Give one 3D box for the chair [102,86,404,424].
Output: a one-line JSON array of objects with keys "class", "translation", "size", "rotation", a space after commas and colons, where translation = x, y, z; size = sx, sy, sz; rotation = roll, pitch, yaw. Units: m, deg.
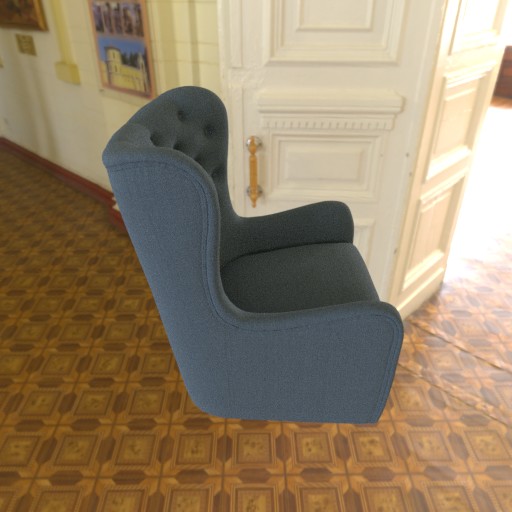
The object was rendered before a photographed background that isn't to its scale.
[{"class": "chair", "translation": [0.000, 0.000, 1.676], "size": [0.930, 1.079, 0.831], "rotation": [-1, 32, -1]}]
